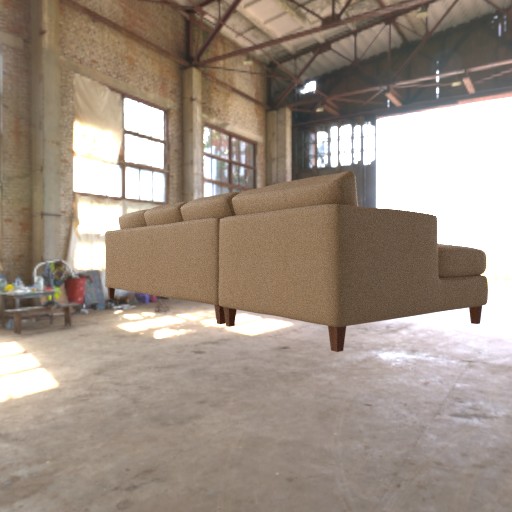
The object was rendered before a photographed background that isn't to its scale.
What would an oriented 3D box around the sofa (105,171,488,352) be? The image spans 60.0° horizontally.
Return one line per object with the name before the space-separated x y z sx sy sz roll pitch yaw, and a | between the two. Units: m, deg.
sofa | 0.000 0.000 3.712 1.502 0.876 3.201 0 0 -37
